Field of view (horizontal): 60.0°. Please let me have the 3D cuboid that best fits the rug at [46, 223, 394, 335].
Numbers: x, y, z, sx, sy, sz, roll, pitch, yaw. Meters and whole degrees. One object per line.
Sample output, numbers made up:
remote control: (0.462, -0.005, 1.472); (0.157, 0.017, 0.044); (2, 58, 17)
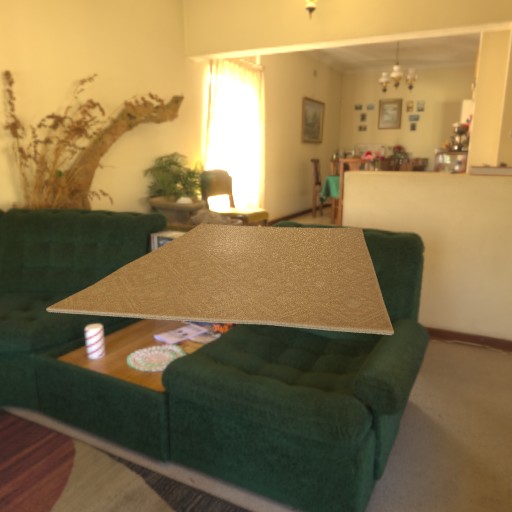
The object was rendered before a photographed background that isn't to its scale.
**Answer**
rug: (0.000, 0.000, 3.066); (1.553, 0.053, 2.430); (2, 13, 10)
